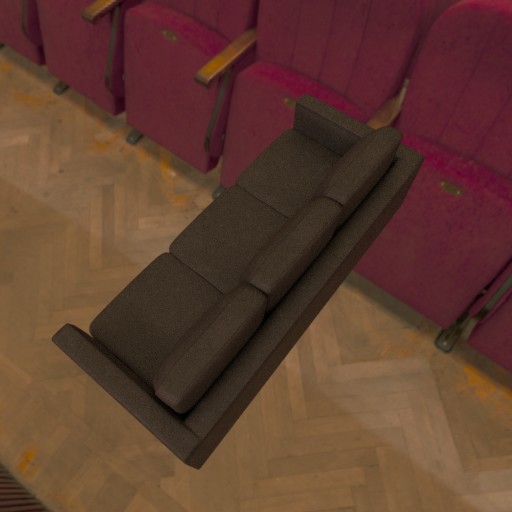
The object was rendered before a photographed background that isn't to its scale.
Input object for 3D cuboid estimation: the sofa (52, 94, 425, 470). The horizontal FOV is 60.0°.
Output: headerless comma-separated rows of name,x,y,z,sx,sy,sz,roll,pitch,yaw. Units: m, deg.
sofa,0.000,0.000,2.474,0.879,0.899,2.029,35,67,17
